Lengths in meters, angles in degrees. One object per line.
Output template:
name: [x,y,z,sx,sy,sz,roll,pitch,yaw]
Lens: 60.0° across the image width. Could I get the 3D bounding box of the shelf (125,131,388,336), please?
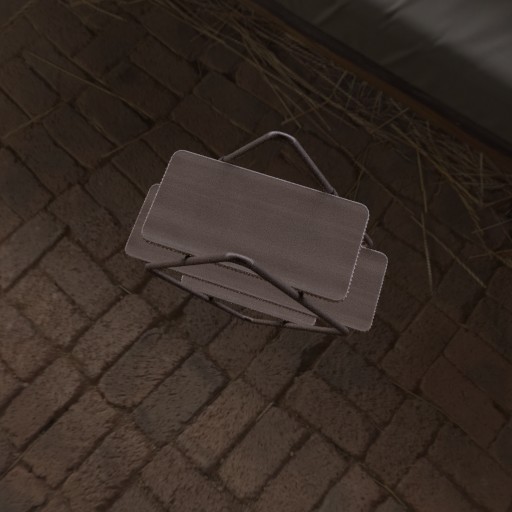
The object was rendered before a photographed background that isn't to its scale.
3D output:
shelf: [0.000,0.000,1.067,0.609,0.774,0.234,18,76,5]
